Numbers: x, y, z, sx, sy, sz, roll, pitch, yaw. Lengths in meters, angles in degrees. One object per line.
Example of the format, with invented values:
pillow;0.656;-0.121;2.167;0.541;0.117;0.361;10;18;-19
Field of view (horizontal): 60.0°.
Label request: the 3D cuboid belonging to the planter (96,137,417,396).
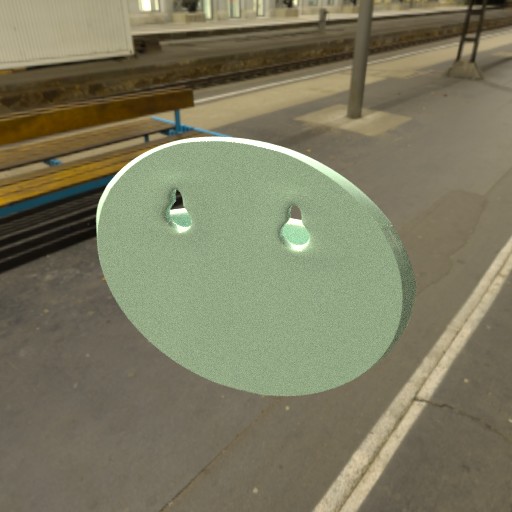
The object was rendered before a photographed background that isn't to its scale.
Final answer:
planter;0.000;0.000;0.275;0.189;0.164;0.073;10;32;16
